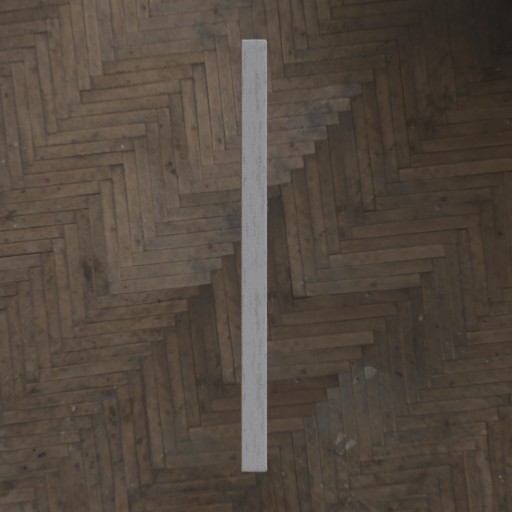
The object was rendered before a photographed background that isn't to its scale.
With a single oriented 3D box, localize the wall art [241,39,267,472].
[{"bbox_3d":[0.000,0.000,1.959,0.078,1.288,1.287,0,90,1],"label":"wall art"}]
